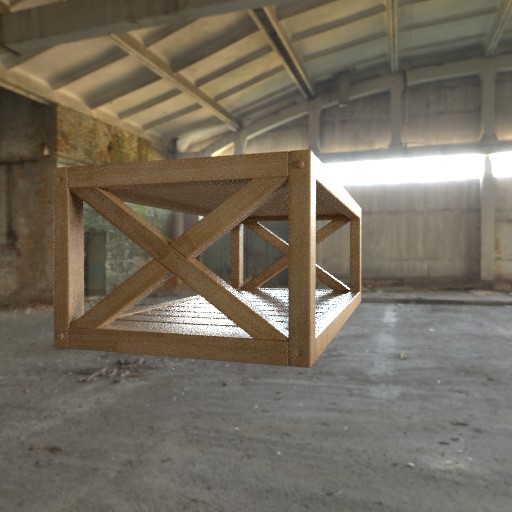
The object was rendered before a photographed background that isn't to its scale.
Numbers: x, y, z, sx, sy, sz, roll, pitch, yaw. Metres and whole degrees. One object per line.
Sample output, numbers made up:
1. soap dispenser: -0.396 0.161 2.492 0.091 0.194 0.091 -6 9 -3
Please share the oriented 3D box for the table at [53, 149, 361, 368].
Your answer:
1. table: 0.000 0.000 1.643 0.660 0.457 1.321 0 1 18
